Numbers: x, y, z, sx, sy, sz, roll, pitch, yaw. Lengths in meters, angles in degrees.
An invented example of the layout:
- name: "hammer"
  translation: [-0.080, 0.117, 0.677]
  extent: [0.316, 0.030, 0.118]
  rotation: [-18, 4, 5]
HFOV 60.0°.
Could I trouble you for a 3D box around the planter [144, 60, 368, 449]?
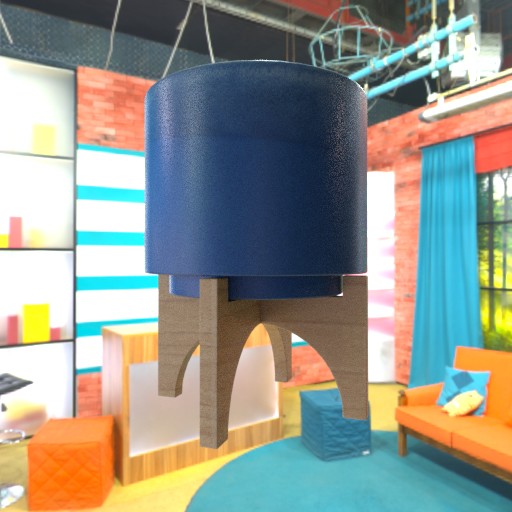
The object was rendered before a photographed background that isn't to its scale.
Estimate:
- name: "planter"
  translation: [0.000, 0.000, 0.393]
  extent: [0.192, 0.263, 0.192]
  rotation: [0, -1, 0]
